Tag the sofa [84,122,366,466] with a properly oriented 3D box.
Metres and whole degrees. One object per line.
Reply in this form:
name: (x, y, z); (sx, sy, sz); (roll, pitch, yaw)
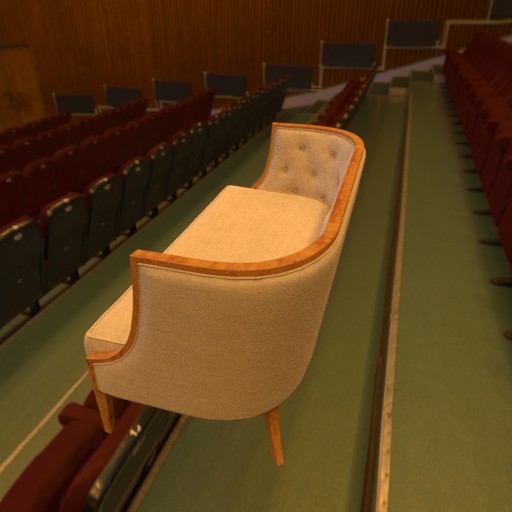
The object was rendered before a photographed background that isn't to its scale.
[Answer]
sofa: (0.000, 0.000, 1.901); (0.770, 0.775, 1.474); (9, 32, 14)
